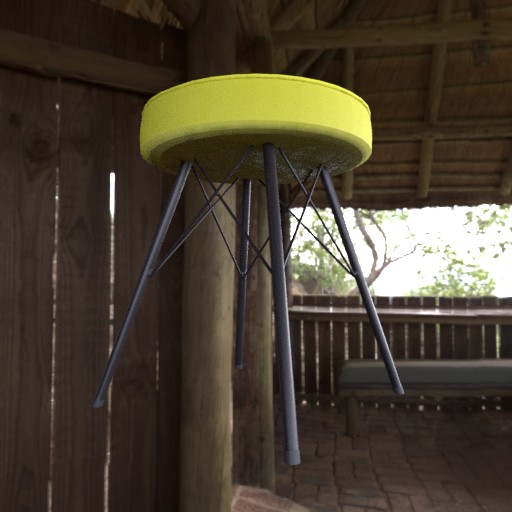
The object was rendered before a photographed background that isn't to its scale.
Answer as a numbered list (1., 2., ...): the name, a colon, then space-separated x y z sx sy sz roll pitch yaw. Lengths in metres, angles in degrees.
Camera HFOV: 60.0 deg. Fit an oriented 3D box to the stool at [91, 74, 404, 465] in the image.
1. stool: 0.000 0.000 0.797 0.409 0.508 0.409 -2 -3 36
